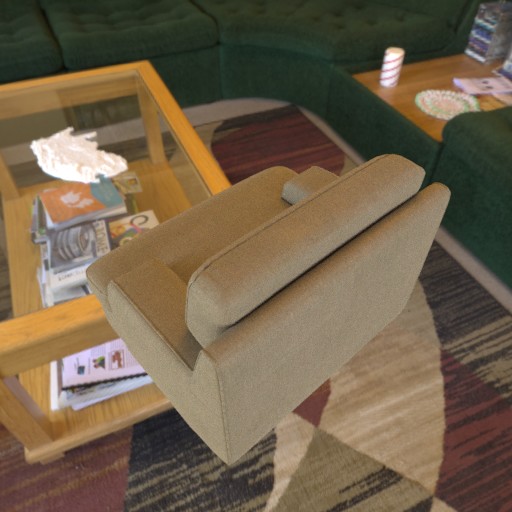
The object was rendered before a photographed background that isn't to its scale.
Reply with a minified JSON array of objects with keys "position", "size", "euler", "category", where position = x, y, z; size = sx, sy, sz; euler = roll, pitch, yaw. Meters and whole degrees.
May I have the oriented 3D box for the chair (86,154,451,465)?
[{"position":[0.000,0.000,2.007],"size":[1.270,0.974,1.043],"euler":[-33,55,-27],"category":"chair"}]
